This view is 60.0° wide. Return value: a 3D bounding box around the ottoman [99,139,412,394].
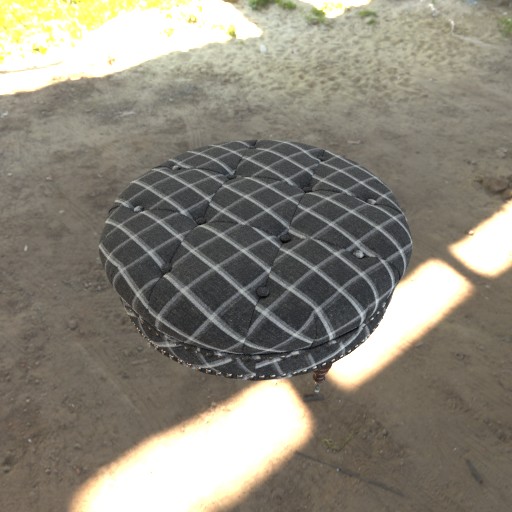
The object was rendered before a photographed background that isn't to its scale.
[{"bbox_3d":[0.000,0.000,1.397,0.901,0.439,0.901,0,41,0],"label":"ottoman"}]
